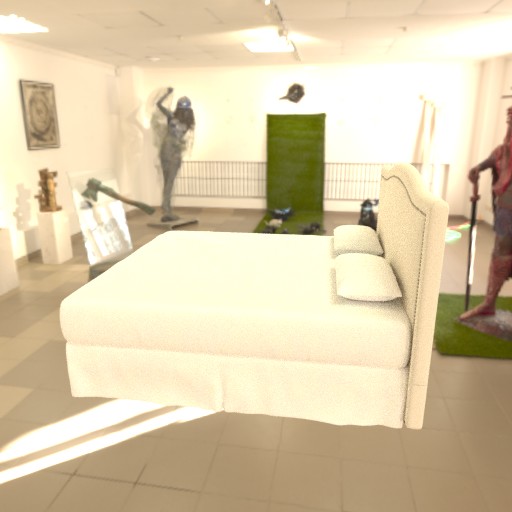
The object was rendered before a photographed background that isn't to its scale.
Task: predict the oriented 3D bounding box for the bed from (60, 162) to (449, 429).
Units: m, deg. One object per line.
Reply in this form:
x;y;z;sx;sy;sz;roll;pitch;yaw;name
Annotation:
0.000;0.000;3.385;2.182;1.421;2.083;3;17;8;bed
